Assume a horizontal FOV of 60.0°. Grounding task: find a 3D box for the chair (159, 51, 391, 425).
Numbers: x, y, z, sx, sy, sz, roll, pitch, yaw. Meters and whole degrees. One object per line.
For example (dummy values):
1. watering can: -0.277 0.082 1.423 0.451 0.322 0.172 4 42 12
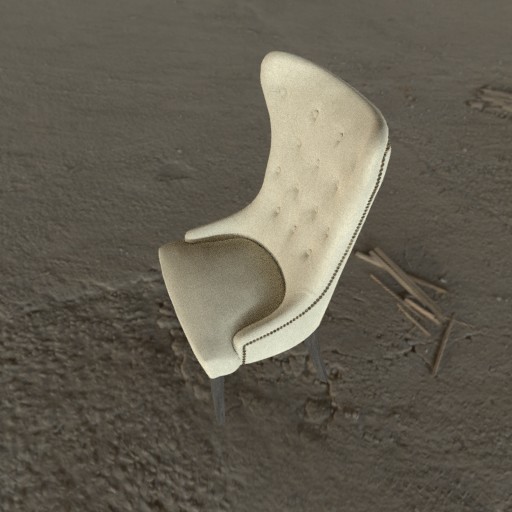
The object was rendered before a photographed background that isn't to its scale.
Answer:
1. chair: 0.000 0.000 1.443 0.590 1.065 0.584 -17 48 -16
